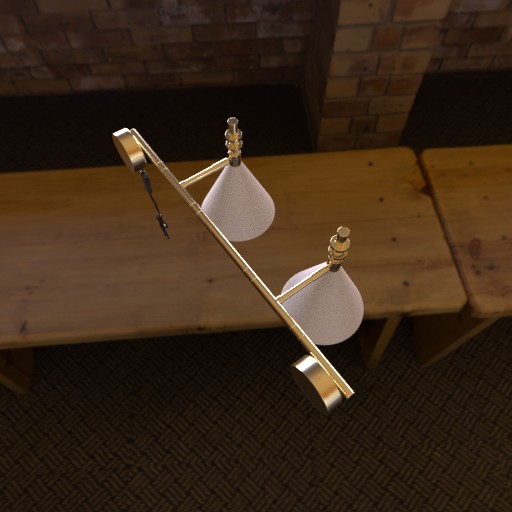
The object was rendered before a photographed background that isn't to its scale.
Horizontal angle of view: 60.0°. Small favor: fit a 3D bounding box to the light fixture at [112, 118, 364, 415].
[{"bbox_3d":[0.000,0.000,0.874,0.239,0.468,0.642,-32,64,-18],"label":"light fixture"}]
